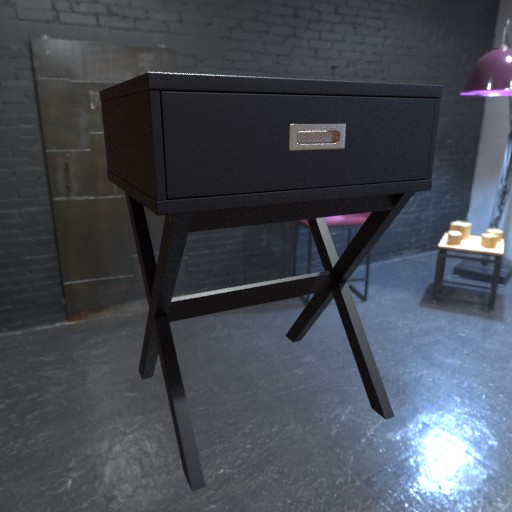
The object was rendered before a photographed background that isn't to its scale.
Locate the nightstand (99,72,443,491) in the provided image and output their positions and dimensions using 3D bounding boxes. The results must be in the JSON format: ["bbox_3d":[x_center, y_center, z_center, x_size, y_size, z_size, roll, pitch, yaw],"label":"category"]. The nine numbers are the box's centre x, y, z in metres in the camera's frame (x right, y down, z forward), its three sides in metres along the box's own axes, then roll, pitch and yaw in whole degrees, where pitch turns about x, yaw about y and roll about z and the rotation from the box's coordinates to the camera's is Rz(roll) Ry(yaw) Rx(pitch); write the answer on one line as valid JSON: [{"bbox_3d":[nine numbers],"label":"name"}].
[{"bbox_3d":[0.000,0.000,0.879,0.479,0.623,0.402,-8,19,-25],"label":"nightstand"}]
